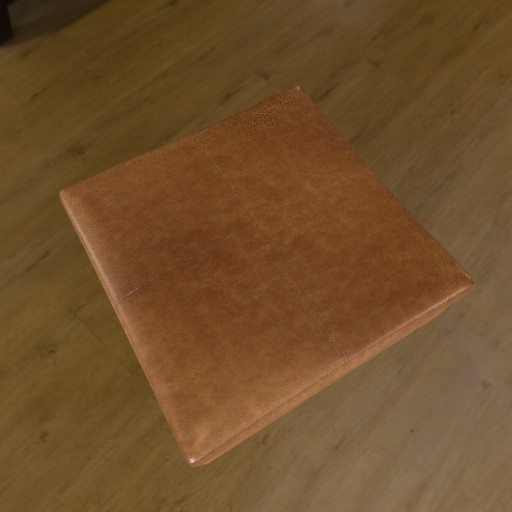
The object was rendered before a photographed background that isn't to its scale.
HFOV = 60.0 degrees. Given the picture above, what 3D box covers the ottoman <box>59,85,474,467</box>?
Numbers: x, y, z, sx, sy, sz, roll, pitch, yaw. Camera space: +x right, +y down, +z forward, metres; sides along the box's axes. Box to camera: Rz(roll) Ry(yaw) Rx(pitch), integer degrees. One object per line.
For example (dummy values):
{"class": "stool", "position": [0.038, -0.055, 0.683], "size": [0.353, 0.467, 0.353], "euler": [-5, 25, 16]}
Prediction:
{"class": "ottoman", "position": [0.000, 0.000, 1.834], "size": [1.168, 0.483, 1.169], "euler": [-28, 67, -13]}
